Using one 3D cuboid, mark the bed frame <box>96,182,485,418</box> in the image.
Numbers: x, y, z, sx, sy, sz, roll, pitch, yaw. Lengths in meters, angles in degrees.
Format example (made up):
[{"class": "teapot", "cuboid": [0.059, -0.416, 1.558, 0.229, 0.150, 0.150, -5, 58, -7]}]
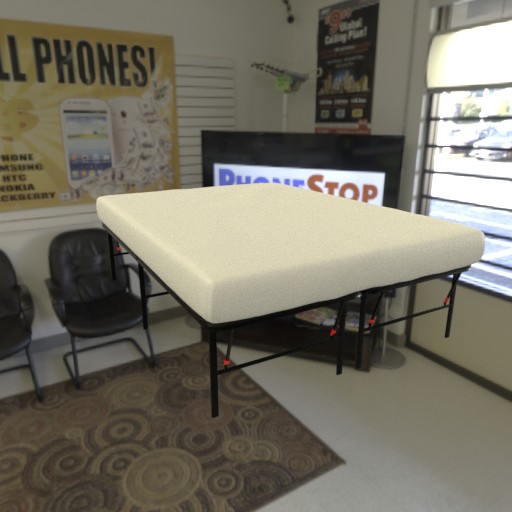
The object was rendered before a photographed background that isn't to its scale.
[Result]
[{"class": "bed frame", "cuboid": [0.000, 0.000, 2.855, 1.584, 0.667, 2.151, -9, 19, -28]}]
